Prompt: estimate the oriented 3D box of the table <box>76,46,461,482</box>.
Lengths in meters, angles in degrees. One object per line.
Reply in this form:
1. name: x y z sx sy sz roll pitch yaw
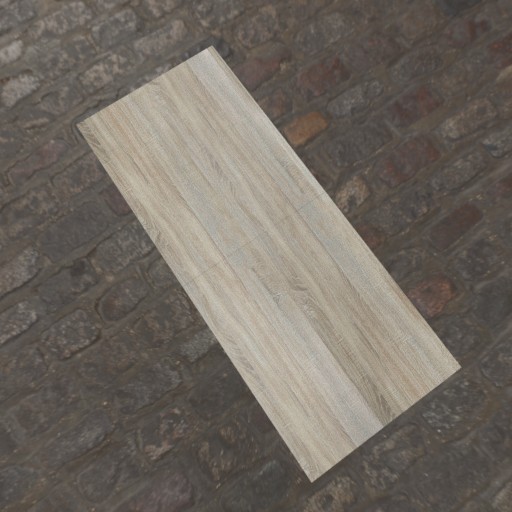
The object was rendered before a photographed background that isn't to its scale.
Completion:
1. table: 0.000 0.000 2.682 0.900 0.790 2.200 -34 79 -8
